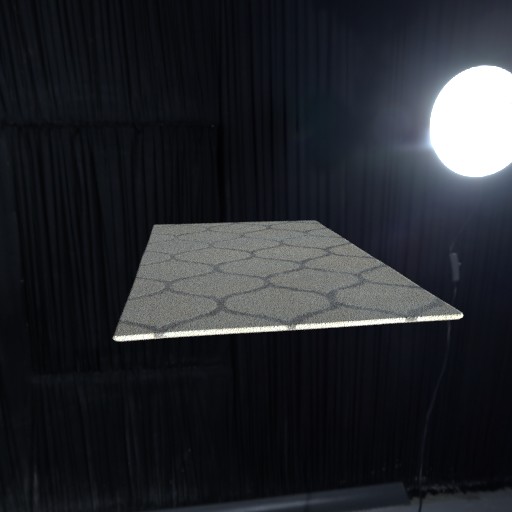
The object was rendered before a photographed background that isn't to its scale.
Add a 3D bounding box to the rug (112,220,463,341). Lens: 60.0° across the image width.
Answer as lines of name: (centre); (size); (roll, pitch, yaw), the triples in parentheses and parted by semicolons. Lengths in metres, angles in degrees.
rug: (0.000, 0.000, 2.956); (1.501, 0.024, 2.348); (-2, 15, -8)
